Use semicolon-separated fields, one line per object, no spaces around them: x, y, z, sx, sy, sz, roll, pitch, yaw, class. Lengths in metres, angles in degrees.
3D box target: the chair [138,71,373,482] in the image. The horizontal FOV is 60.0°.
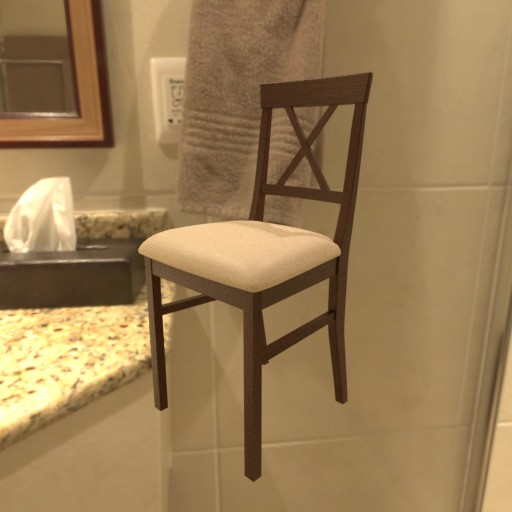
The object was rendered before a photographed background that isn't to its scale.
0.000;0.000;1.172;0.480;0.913;0.440;-15;21;-43;chair
